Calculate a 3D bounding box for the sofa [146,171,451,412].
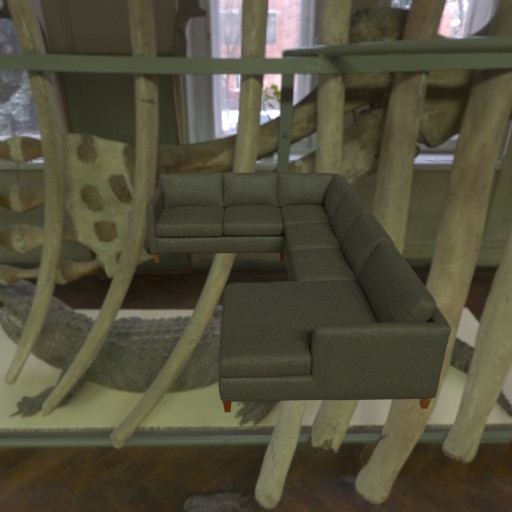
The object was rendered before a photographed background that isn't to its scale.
[{"bbox_3d":[0.000,0.000,4.580,2.594,0.961,3.460,-1,26,-1],"label":"sofa"}]
